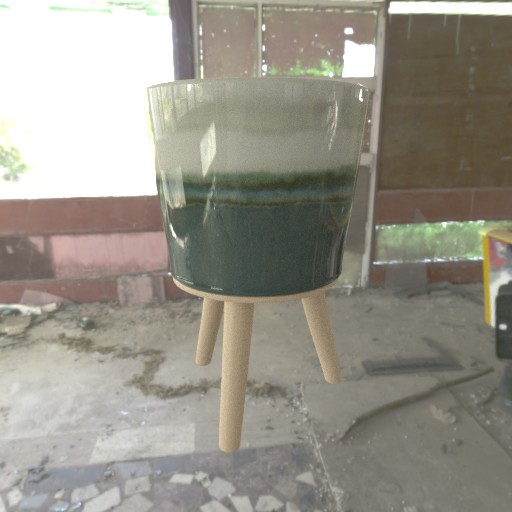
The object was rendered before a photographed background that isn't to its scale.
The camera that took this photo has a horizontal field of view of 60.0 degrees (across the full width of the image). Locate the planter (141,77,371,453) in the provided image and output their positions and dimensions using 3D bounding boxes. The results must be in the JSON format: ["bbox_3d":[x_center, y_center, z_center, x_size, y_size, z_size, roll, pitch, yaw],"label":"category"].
[{"bbox_3d":[0.000,0.000,0.472,0.217,0.331,0.217,8,17,27],"label":"planter"}]
